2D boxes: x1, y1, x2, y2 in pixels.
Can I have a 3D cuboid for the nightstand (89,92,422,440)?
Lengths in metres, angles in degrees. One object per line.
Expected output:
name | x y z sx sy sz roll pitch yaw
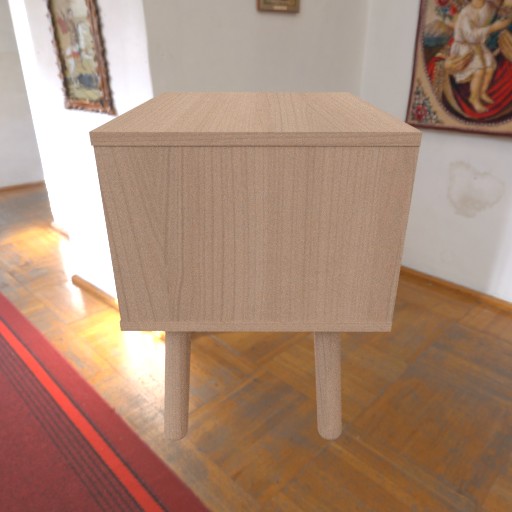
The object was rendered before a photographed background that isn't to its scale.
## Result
nightstand | 0.000 0.000 0.822 0.380 0.530 0.450 0 26 0
